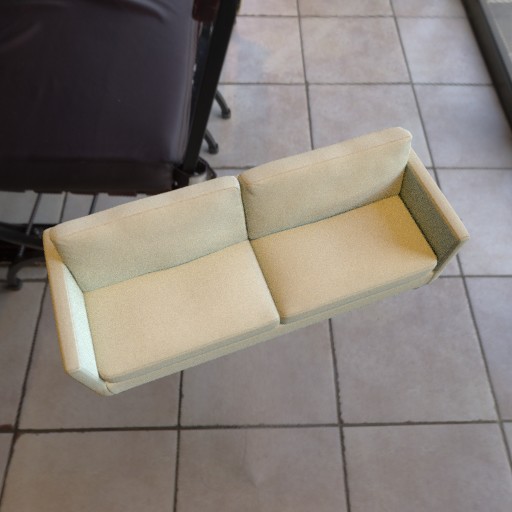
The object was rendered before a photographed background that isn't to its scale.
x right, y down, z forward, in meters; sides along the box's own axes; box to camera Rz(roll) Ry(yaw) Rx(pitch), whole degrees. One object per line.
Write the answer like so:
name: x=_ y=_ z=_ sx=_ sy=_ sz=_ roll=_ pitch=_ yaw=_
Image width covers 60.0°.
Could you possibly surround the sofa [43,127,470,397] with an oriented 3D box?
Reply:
sofa: x=0.000 y=0.000 z=2.888 sx=2.434 sy=0.965 sz=0.948 roll=-18 pitch=64 yaw=-9
